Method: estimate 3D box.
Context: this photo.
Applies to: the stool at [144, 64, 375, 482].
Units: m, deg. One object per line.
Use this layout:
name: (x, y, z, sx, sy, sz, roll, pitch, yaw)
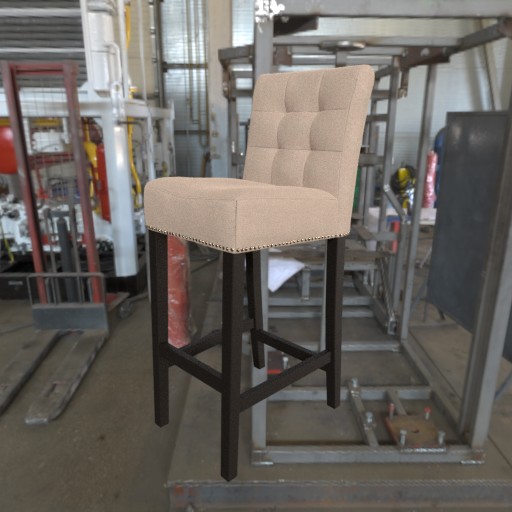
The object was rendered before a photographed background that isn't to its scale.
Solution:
stool: (0.000, 0.000, 1.300, 0.411, 1.047, 0.548, 16, 23, 42)
